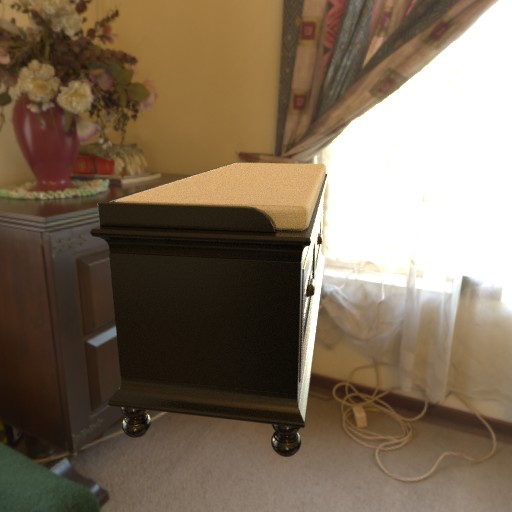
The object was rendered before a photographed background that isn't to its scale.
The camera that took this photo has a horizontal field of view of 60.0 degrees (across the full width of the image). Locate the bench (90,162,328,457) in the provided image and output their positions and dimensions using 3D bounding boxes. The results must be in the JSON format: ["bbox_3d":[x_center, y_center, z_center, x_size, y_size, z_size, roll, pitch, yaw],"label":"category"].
[{"bbox_3d":[0.000,0.000,1.389,0.402,0.501,1.185,3,16,10],"label":"bench"}]
